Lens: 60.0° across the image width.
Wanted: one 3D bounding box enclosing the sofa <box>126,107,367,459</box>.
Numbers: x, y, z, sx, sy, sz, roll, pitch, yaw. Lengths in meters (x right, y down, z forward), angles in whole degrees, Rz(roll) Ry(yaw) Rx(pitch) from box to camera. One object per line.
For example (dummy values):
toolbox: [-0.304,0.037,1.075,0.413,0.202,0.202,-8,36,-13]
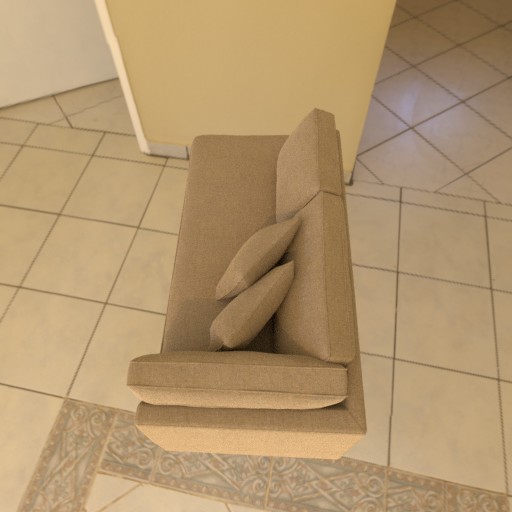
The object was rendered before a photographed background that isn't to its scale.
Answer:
sofa: [0.000,0.000,2.837,1.110,1.019,2.238,2,58,1]
